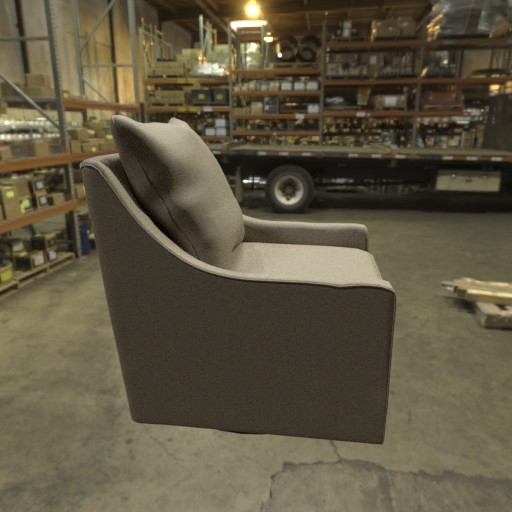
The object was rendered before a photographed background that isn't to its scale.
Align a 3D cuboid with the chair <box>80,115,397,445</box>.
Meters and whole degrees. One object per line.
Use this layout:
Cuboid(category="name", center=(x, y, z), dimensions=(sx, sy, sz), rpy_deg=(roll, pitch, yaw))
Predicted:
Cuboid(category="chair", center=(0.000, 0.000, 1.566), dimensions=(0.876, 0.942, 0.760), rpy_deg=(2, 17, 8))
